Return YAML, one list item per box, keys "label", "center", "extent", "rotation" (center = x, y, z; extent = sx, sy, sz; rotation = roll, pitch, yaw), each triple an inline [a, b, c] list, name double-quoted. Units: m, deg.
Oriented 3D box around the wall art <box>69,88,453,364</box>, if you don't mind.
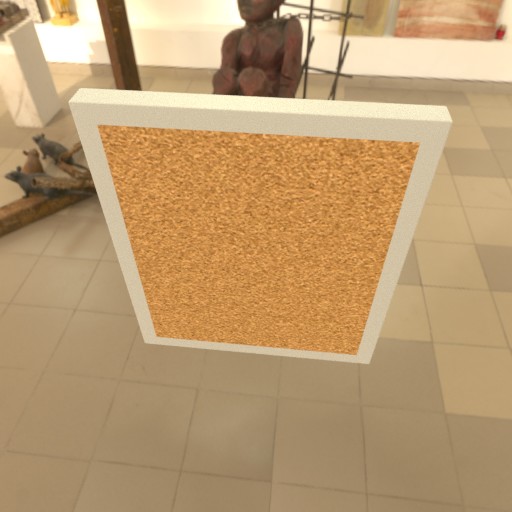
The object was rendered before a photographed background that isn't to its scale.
- label: "wall art"
  center: [0.000, 0.000, 0.524]
  extent: [0.331, 0.381, 0.028]
  rotation: [4, 46, 4]
